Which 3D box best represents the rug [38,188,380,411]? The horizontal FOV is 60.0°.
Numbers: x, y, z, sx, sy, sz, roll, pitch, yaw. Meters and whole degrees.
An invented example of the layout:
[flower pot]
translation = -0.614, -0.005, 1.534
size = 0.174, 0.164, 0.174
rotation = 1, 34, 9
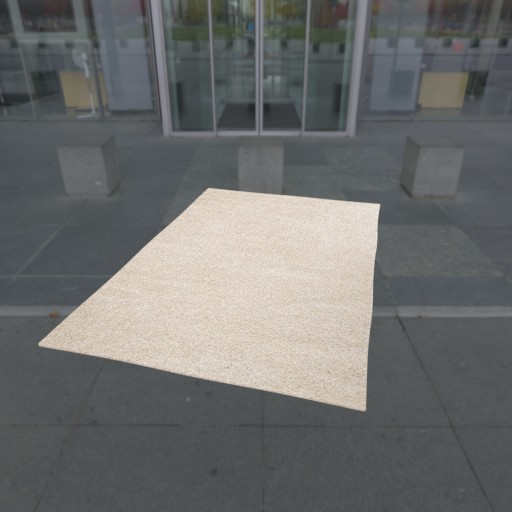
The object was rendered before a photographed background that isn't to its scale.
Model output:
[rug]
translation = 0.000, 0.000, 3.432
size = 1.800, 0.025, 2.699
rotation = 7, 29, 13
